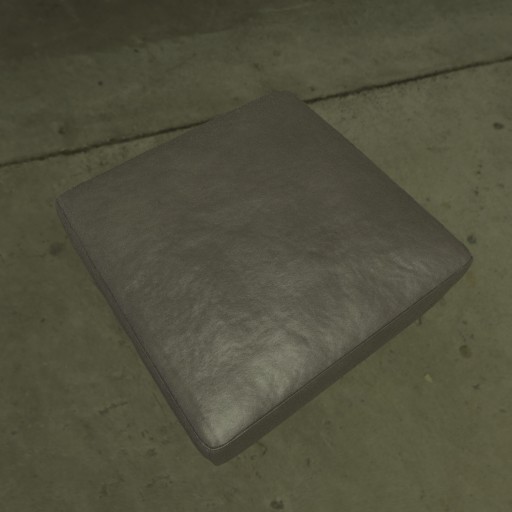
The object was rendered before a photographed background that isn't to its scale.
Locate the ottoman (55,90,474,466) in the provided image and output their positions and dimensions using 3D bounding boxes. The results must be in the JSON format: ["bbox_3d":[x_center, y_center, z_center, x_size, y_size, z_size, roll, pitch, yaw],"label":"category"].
[{"bbox_3d":[0.000,0.000,1.304,0.844,0.415,0.836,-31,64,-17],"label":"ottoman"}]
